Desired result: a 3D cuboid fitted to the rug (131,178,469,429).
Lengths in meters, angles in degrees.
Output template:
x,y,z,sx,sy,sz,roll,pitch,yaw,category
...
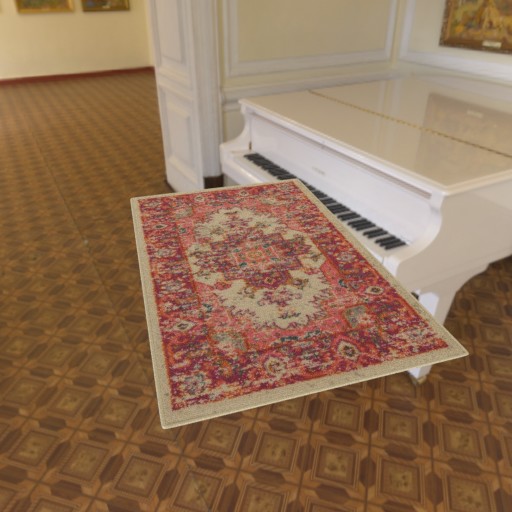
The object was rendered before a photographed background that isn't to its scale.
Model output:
x,y,z,sx,sy,sz,roll,pitch,yaw,category
0.000,0.000,1.091,0.556,0.004,0.868,-9,33,-14,rug
